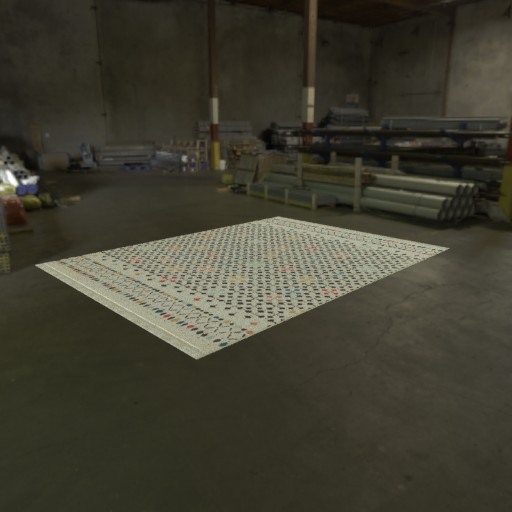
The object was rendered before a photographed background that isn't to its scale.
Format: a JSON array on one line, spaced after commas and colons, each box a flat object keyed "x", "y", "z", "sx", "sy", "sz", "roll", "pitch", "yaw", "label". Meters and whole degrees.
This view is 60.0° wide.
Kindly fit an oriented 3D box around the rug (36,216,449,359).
[{"x": 0.000, "y": 0.000, "z": 4.219, "sx": 3.196, "sy": 0.007, "sz": 2.354, "roll": -15, "pitch": 22, "yaw": -42, "label": "rug"}]
